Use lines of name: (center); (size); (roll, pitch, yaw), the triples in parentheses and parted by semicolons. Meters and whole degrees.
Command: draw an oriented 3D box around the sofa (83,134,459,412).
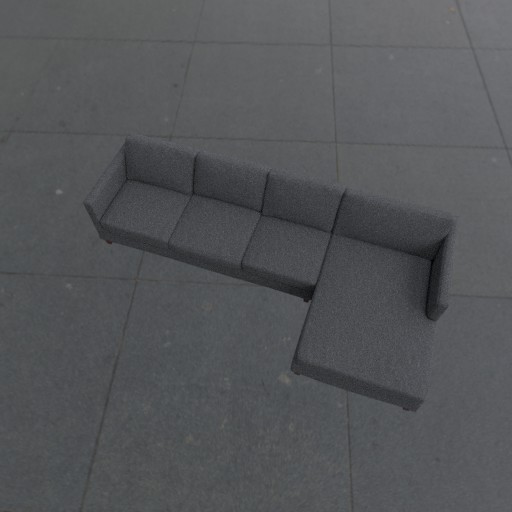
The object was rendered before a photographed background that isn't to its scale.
sofa: (0.000, 0.000, 3.903); (3.186, 0.846, 1.625); (16, 59, 10)
